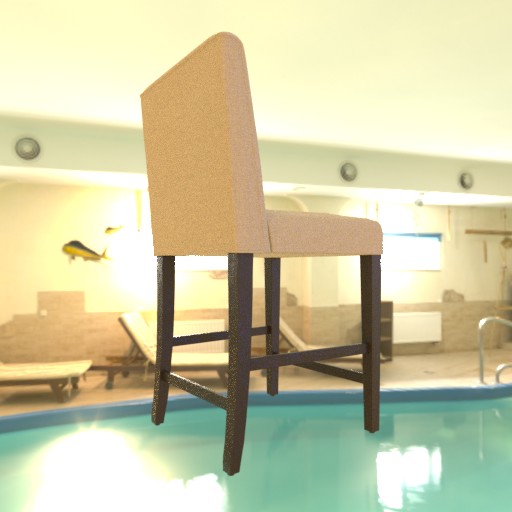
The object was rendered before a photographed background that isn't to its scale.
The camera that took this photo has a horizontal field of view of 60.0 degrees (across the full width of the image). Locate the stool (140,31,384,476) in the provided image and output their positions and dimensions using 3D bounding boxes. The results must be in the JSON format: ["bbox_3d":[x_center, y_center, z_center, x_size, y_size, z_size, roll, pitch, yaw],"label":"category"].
[{"bbox_3d":[0.000,0.000,1.222,0.509,0.939,0.474,1,-2,-37],"label":"stool"}]
